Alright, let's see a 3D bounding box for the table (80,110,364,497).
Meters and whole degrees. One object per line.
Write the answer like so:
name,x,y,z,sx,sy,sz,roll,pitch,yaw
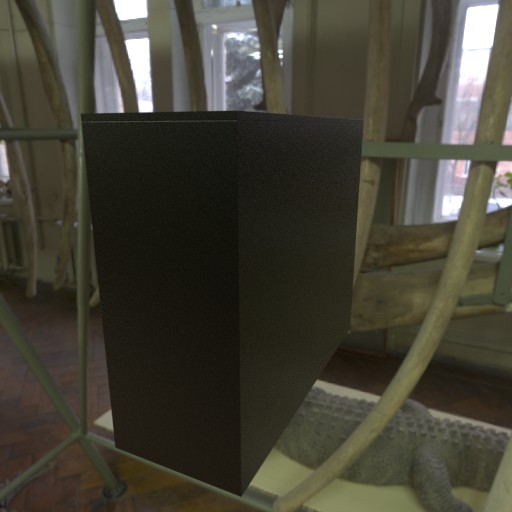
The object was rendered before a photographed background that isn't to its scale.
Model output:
table,0.000,0.000,1.325,0.380,0.790,0.930,8,18,25
